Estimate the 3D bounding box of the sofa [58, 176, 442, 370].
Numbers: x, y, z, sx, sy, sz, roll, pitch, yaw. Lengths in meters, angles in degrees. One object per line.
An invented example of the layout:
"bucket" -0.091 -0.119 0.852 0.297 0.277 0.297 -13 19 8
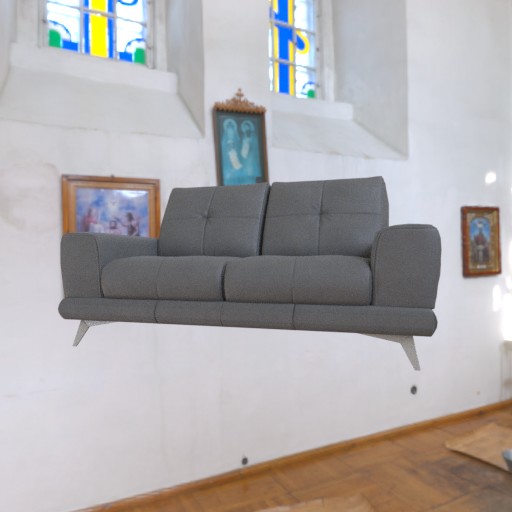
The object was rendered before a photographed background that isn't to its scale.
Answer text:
"sofa" 0.000 0.000 2.410 1.806 0.907 1.018 0 -1 18
